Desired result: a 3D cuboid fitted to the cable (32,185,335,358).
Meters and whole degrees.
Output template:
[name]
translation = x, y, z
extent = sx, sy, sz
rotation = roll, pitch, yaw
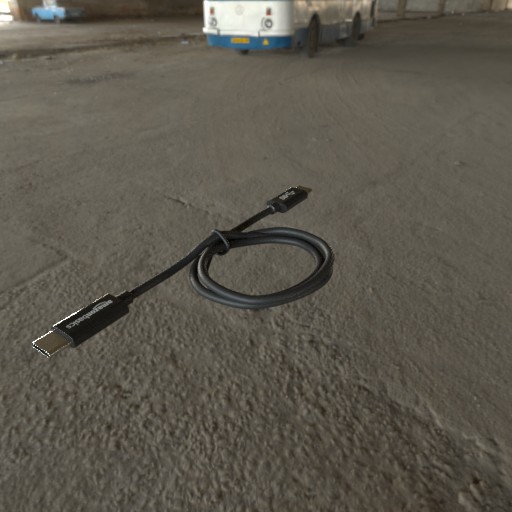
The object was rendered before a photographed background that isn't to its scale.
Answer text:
[cable]
translation = 0.000, 0.000, 0.207
extent = 0.070, 0.014, 0.186
rotation = 20, 36, 30
